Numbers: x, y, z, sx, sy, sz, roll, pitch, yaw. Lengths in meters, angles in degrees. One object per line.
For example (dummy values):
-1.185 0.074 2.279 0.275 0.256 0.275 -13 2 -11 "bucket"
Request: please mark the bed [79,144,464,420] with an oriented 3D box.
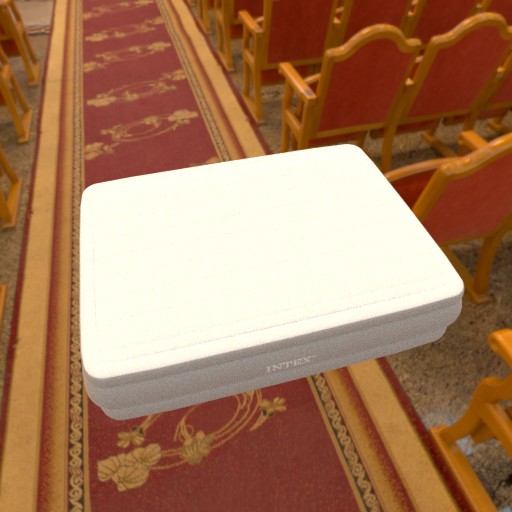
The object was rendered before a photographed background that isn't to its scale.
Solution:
0.000 0.000 2.700 2.036 0.460 1.520 -11 48 -10 "bed"
